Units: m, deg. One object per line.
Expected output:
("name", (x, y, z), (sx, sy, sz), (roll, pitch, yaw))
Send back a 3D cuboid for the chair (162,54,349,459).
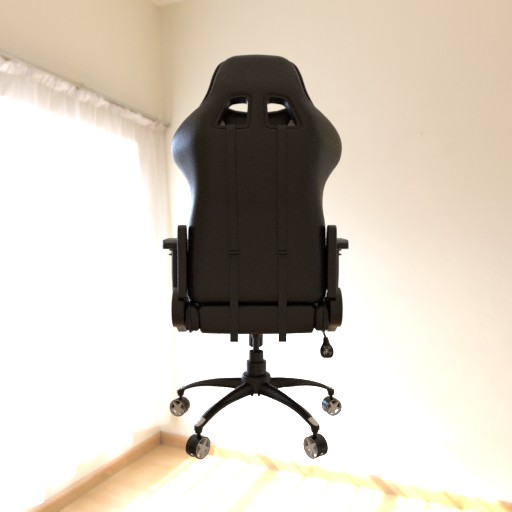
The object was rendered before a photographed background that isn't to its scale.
("chair", (0.000, 0.000, 1.685), (0.730, 1.285, 0.695), (0, 1, -1))
